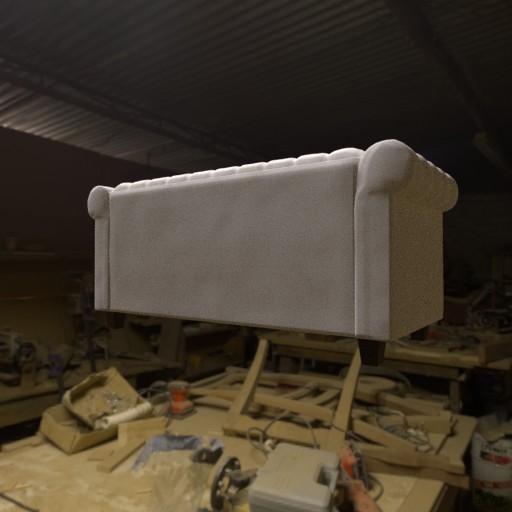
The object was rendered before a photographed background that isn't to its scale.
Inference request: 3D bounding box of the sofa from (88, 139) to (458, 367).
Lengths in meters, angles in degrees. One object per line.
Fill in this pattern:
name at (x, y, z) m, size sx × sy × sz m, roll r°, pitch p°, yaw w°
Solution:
sofa at (0.000, 0.000, 2.277) m, size 1.798 × 0.796 × 0.771 m, roll 0°, pitch -1°, yaw 35°
